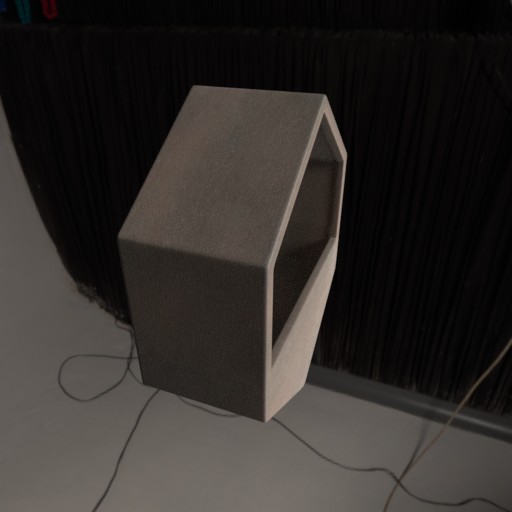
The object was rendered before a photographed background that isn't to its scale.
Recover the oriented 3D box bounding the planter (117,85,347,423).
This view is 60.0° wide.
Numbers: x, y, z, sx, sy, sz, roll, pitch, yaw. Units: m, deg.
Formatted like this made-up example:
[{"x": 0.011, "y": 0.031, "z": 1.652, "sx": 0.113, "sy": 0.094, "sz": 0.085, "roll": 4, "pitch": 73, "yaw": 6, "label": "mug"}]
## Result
[{"x": 0.000, "y": 0.000, "z": 0.290, "sx": 0.077, "sy": 0.206, "sz": 0.169, "roll": 11, "pitch": 32, "yaw": 18, "label": "planter"}]
